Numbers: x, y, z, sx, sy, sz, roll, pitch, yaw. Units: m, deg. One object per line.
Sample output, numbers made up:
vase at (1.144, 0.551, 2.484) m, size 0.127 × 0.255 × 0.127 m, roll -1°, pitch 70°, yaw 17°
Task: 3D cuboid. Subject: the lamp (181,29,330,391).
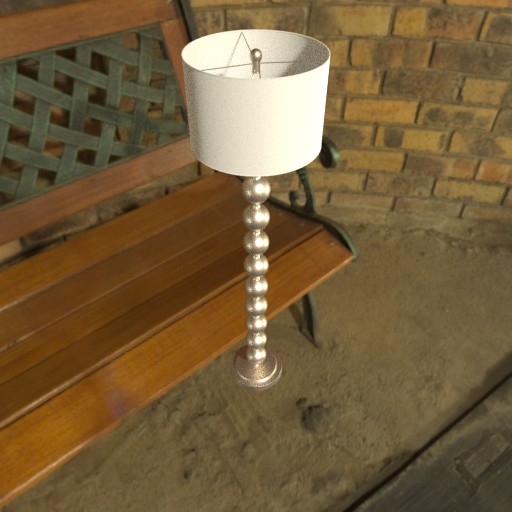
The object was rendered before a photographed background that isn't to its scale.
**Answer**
lamp at (0.000, 0.000, 1.662) m, size 0.394 × 1.474 × 0.394 m, roll 12°, pitch 44°, yaw 13°
